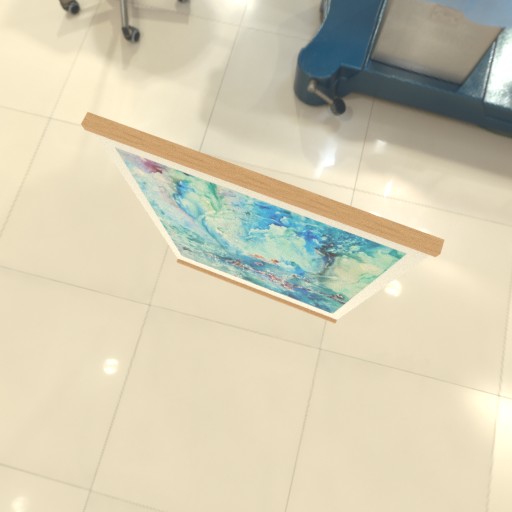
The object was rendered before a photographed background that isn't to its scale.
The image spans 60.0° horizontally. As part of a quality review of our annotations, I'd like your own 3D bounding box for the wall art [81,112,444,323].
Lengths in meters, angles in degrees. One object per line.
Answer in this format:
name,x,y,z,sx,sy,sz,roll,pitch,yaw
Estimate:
wall art,0.000,0.000,0.633,0.335,0.510,0.013,21,76,5
